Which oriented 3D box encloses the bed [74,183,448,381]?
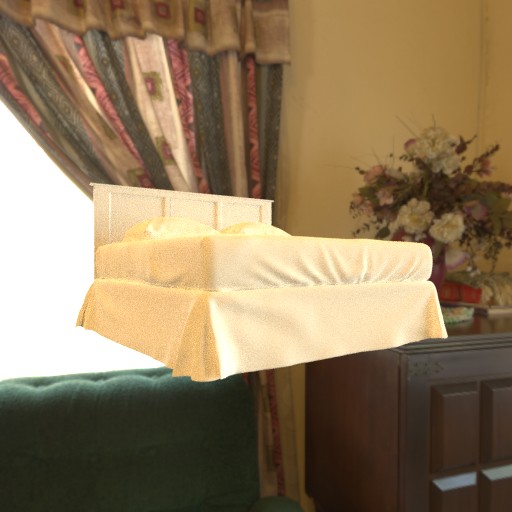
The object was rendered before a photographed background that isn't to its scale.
[{"bbox_3d":[0.000,0.000,3.605,2.317,1.273,2.215,0,-1,-35],"label":"bed"}]
